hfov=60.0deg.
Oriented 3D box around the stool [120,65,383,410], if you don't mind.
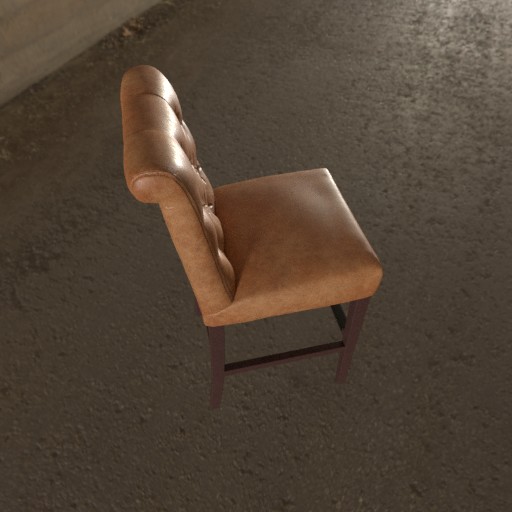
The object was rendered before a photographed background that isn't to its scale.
[{"bbox_3d":[0.000,0.000,1.367,0.601,1.047,0.493,-10,48,-9],"label":"stool"}]
